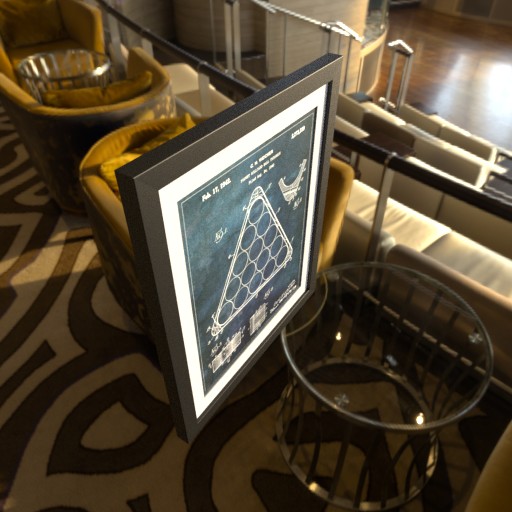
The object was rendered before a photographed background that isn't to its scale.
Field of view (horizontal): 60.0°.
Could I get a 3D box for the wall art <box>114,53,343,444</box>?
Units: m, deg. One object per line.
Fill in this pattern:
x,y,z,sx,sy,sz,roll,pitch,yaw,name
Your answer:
0.000,0.000,0.710,0.025,0.508,0.432,24,46,25,wall art
